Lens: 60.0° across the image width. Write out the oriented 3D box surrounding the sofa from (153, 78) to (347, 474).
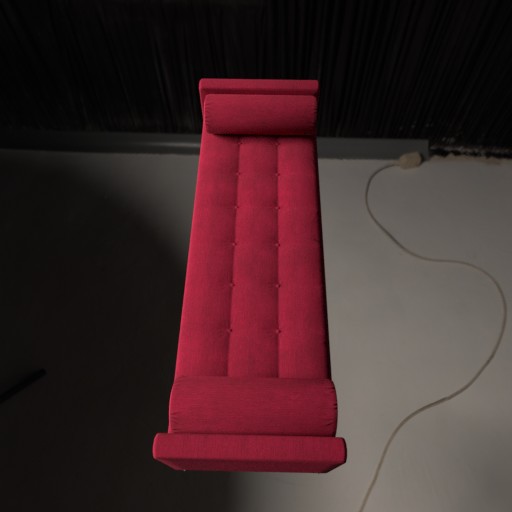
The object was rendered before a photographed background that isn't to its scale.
[{"bbox_3d":[0.000,0.000,2.285,0.686,0.635,1.981,1,60,1],"label":"sofa"}]
